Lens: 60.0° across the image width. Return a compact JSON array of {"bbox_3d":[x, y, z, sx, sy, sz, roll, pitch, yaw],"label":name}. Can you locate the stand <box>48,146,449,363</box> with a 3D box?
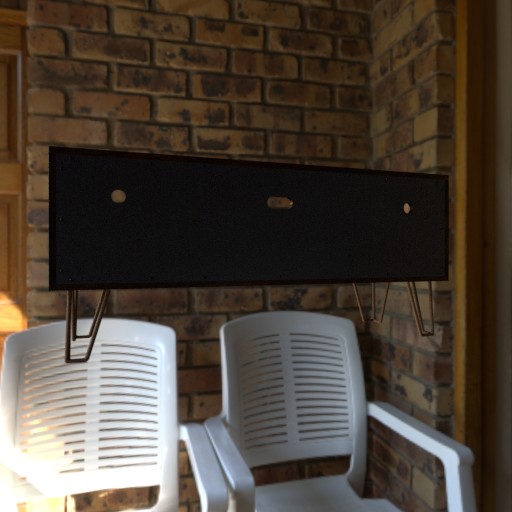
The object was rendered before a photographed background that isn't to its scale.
[{"bbox_3d":[0.000,0.000,1.668,1.372,0.610,0.481,0,0,-19],"label":"stand"}]
